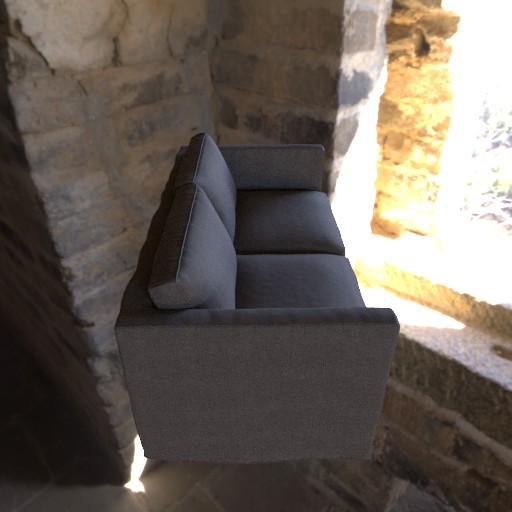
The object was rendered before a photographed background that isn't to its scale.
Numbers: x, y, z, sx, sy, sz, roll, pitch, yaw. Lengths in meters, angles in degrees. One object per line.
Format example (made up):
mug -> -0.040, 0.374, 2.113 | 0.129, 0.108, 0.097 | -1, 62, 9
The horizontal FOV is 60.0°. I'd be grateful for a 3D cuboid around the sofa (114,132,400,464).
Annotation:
sofa -> 0.000, 0.000, 2.323 | 0.974, 0.854, 1.802 | -1, 33, -1
